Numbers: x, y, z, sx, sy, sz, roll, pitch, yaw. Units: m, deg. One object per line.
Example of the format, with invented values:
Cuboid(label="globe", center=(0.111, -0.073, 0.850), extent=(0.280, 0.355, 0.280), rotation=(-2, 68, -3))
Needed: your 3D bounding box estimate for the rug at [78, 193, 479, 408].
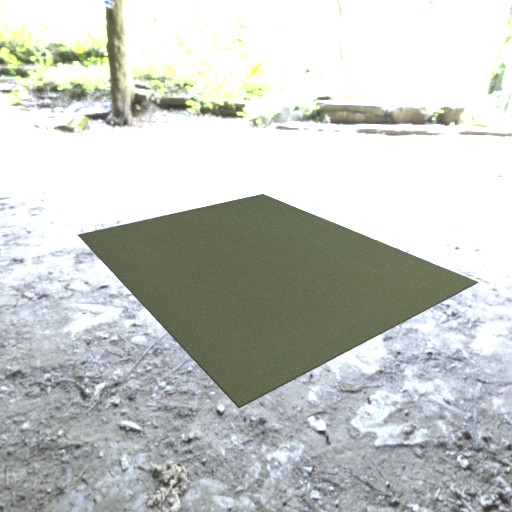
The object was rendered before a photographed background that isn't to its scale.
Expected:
Cuboid(label="rug", center=(0.000, 0.000, 3.570), extent=(2.073, 0.011, 2.584), rotation=(-17, 31, -32))
